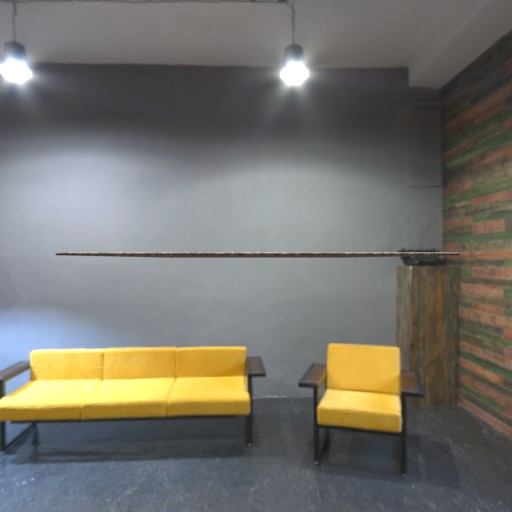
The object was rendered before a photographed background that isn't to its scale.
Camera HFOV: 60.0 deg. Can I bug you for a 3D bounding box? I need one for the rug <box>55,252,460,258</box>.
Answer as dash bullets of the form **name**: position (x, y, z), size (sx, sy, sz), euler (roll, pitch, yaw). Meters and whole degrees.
- **rug**: position (0.000, 0.000, 2.952), size (1.676, 0.013, 2.261), euler (0, 0, 0)
